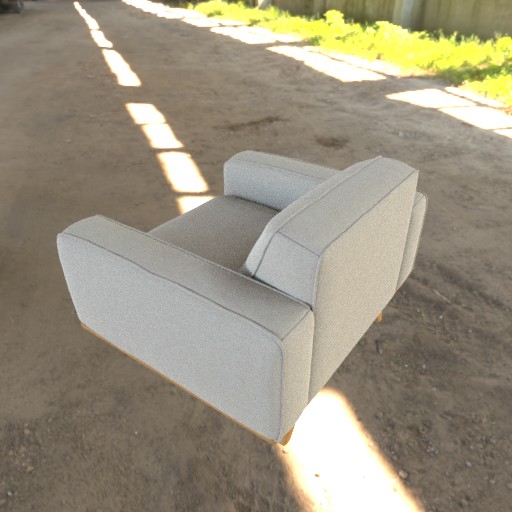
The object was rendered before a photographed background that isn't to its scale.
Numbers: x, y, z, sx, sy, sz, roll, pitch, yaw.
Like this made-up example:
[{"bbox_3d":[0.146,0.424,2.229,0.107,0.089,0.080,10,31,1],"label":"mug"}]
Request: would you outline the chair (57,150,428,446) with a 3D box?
[{"bbox_3d":[0.000,0.000,1.742,0.953,0.779,1.115,21,38,30],"label":"chair"}]
